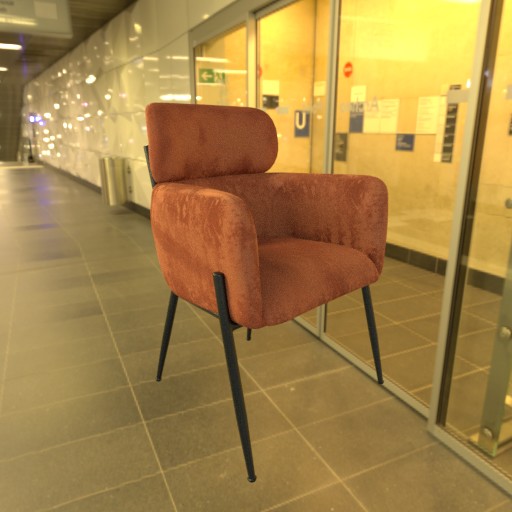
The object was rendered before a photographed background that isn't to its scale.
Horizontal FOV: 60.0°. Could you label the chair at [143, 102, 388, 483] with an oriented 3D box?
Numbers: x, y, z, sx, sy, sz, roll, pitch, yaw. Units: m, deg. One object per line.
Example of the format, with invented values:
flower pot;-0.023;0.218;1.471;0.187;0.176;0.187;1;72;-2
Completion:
chair;0.000;0.000;1.164;0.523;0.772;0.561;15;22;43
